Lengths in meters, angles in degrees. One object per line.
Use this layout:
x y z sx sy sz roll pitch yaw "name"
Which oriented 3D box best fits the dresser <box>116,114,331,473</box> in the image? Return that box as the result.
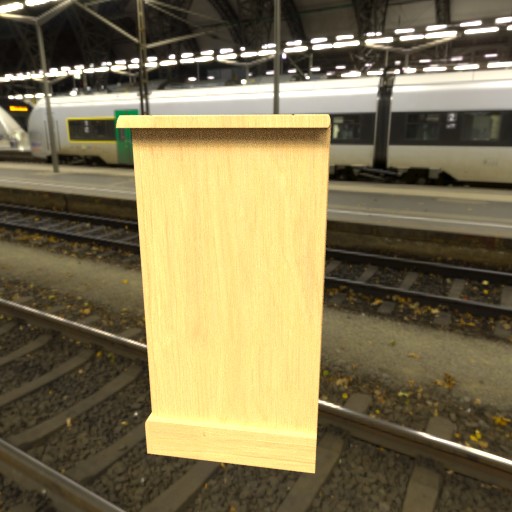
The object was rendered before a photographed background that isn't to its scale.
0.000 0.000 1.429 0.440 0.835 0.915 3 16 9 "dresser"
